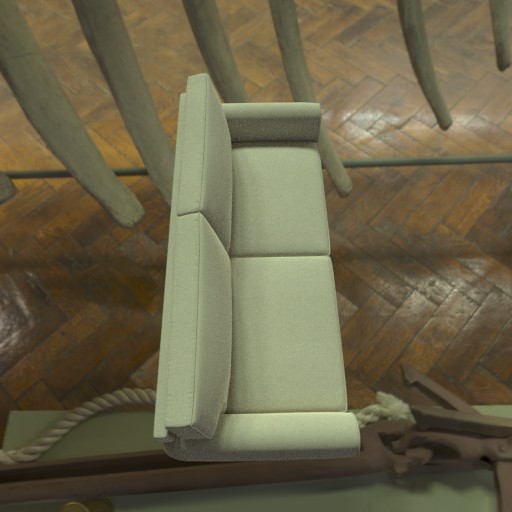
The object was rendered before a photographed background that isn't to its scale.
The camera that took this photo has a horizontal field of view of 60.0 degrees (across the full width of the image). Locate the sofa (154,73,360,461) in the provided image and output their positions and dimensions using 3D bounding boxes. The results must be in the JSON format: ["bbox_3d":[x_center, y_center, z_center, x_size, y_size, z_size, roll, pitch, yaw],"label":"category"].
[{"bbox_3d":[0.000,0.000,2.550,0.901,0.962,2.146,-1,63,-1],"label":"sofa"}]
